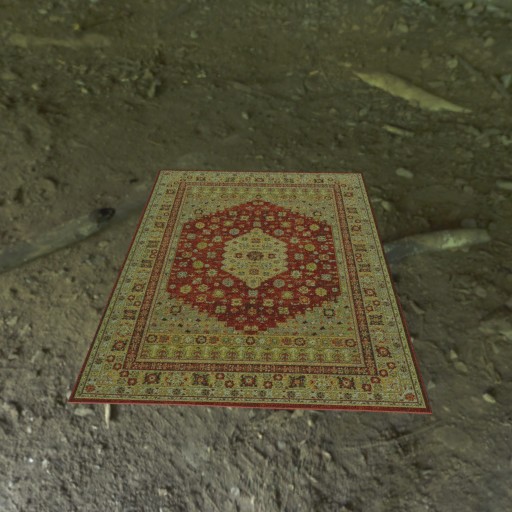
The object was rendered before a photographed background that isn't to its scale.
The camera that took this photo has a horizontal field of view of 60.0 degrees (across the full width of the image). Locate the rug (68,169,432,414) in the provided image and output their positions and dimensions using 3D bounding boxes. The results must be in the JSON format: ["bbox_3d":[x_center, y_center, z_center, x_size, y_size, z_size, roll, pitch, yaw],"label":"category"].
[{"bbox_3d":[0.000,0.000,4.050,2.387,0.013,3.053,1,41,1],"label":"rug"}]
